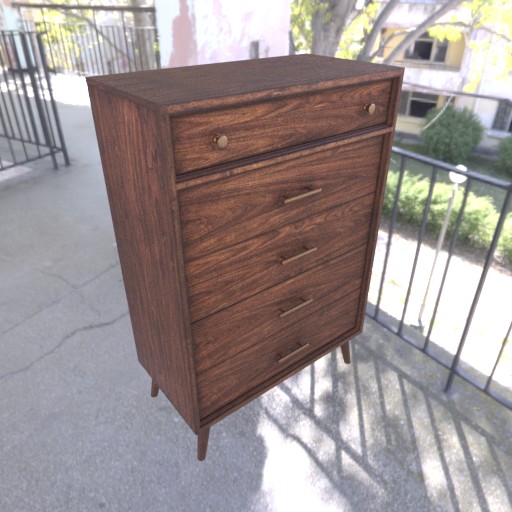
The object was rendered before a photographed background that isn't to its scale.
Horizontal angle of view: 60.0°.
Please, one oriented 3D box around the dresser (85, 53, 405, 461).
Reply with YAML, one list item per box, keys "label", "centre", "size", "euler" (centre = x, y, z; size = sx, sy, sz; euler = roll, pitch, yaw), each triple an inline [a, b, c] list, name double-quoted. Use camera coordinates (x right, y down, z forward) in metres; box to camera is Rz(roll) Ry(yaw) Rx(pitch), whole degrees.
- label: "dresser"
  centre: [0.000, 0.000, 1.762]
  size: [0.919, 1.365, 0.498]
  euler: [-22, 37, -32]
